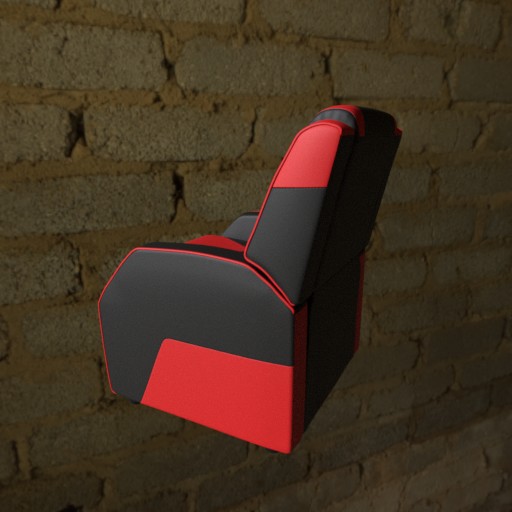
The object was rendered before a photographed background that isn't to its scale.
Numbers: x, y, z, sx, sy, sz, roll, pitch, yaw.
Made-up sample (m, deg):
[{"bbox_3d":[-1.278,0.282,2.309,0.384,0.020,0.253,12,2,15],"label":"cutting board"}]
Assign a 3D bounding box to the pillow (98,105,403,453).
[{"bbox_3d":[0.000,0.000,1.291,0.672,0.805,0.620,8,17,26],"label":"pillow"}]
